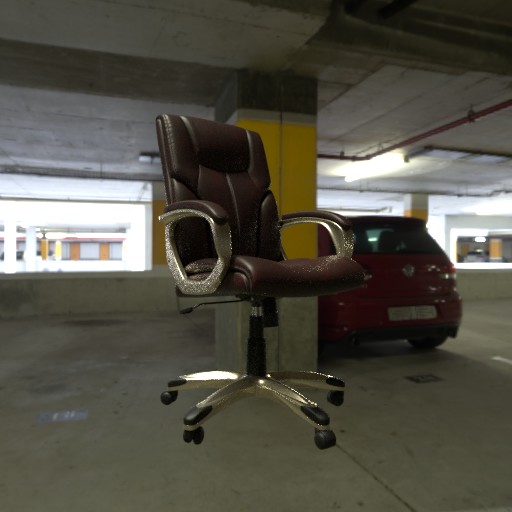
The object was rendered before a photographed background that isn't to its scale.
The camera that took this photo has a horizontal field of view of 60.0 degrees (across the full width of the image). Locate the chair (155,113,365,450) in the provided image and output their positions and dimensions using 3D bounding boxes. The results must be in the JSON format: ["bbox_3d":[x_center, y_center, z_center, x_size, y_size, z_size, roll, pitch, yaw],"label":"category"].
[{"bbox_3d":[0.000,0.000,1.558,0.662,1.107,0.739,0,0,-36],"label":"chair"}]
